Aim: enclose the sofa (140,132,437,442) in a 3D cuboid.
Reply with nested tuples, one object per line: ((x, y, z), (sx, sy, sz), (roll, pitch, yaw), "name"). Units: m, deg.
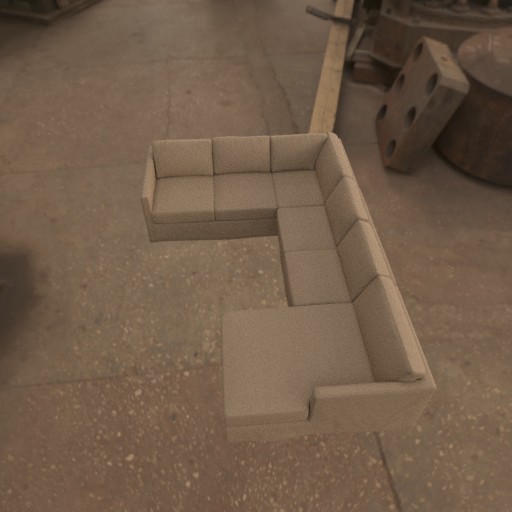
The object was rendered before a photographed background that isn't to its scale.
((0.000, 0.000, 4.554), (2.427, 0.882, 3.460), (-3, 47, -3), "sofa")
